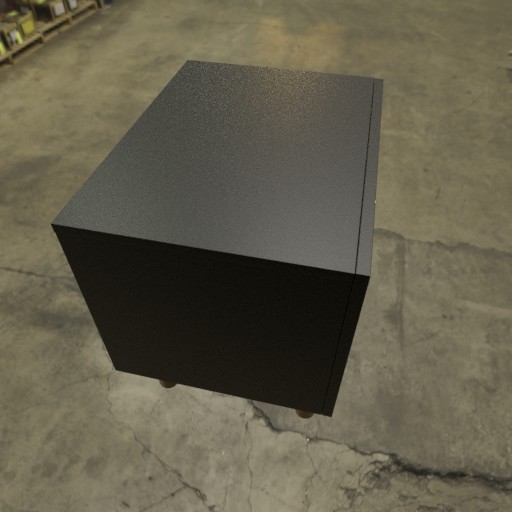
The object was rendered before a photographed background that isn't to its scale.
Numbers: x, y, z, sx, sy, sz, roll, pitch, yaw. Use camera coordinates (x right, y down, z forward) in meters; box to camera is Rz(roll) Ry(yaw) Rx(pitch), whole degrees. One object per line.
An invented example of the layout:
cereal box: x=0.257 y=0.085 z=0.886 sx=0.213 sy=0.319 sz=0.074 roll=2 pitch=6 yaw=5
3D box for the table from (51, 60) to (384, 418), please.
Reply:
table: x=0.000 y=0.000 z=0.965 sx=0.441 sy=0.584 sz=0.564 roll=9 pitch=46 yaw=9
